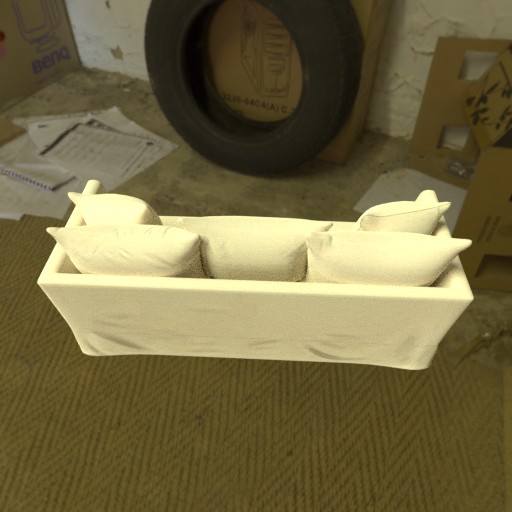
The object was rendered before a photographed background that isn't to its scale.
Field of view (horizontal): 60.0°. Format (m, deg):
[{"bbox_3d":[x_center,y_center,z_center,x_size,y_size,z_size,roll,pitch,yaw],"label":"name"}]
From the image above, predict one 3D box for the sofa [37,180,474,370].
[{"bbox_3d":[0.000,0.000,2.990,2.484,1.042,1.030,2,46,2],"label":"sofa"}]
